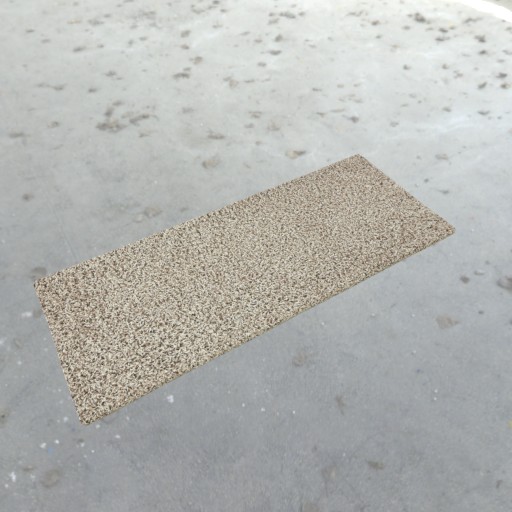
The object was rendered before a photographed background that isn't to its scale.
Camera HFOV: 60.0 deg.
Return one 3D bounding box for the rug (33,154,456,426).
[{"bbox_3d":[0.000,0.000,1.698,1.524,0.030,0.609,-24,52,-20],"label":"rug"}]
